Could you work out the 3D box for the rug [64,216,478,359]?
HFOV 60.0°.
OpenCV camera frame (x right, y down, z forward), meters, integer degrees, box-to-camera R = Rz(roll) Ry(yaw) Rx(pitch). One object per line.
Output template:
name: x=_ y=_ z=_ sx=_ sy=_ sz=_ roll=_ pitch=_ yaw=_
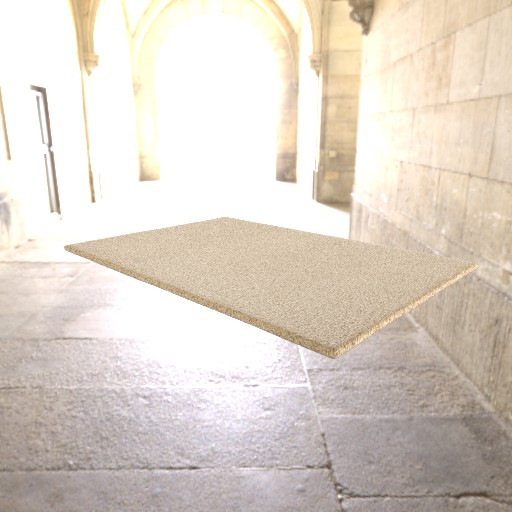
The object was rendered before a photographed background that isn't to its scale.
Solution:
rug: x=0.000 y=0.000 z=2.279 sx=1.778 sy=0.030 sz=1.219 roll=14 pitch=21 yaw=41
